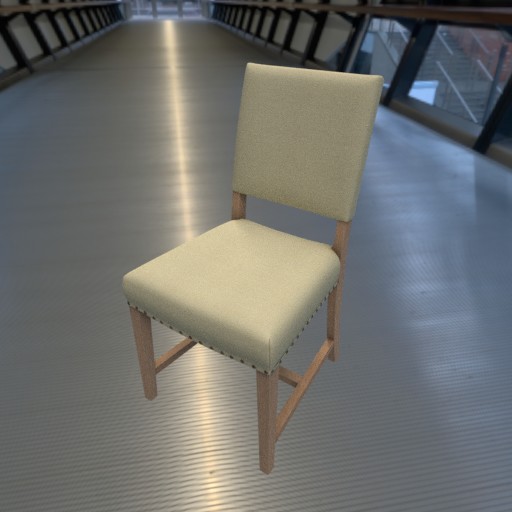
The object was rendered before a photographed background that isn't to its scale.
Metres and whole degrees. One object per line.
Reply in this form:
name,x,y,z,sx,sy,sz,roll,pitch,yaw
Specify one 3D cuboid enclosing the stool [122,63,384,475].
stool,0.000,0.000,1.335,0.508,0.986,0.623,19,36,29
